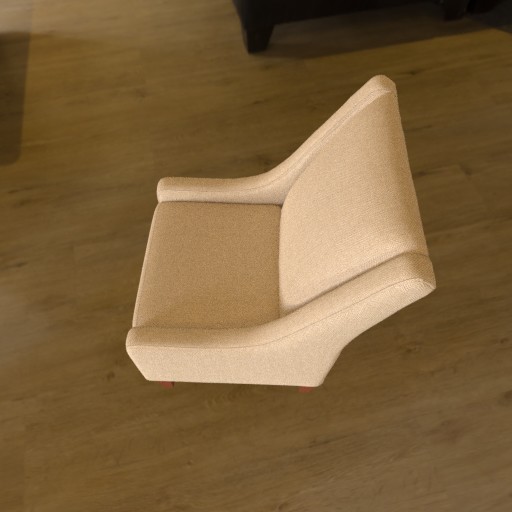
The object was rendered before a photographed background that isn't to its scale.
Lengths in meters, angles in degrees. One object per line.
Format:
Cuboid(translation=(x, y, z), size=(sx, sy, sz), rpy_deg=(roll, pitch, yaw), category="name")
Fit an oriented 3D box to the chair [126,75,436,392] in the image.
Cuboid(translation=(0.000, 0.000, 1.625), size=(0.870, 1.014, 0.774), rpy_deg=(2, 58, 1), category="chair")
